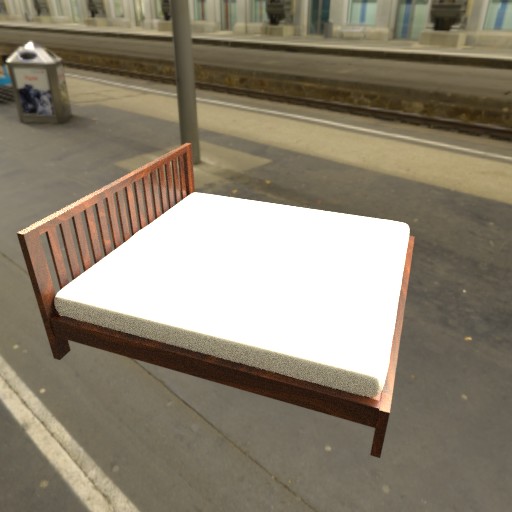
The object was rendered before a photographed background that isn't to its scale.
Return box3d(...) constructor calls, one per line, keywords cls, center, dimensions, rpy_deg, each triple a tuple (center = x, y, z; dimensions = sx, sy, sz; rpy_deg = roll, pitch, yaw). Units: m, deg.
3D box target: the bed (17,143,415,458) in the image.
box3d(cls="bed", center=(0.000, 0.000, 3.064), dimensions=(2.030, 0.890, 1.905), rpy_deg=(10, 31, 18))
